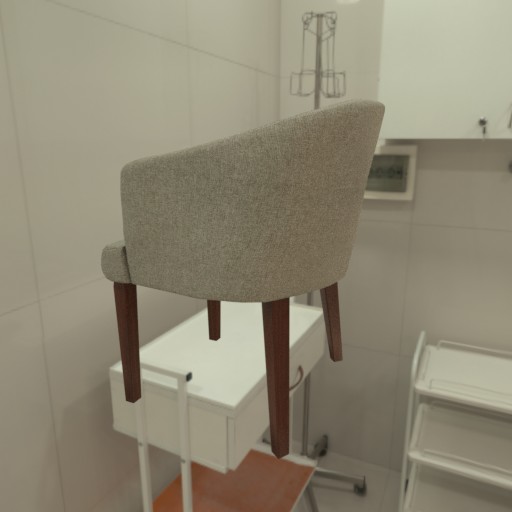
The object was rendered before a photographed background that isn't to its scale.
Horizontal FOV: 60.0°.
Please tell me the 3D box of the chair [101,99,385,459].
[{"bbox_3d":[0.000,0.000,1.252,0.655,0.811,0.583,7,16,25],"label":"chair"}]
